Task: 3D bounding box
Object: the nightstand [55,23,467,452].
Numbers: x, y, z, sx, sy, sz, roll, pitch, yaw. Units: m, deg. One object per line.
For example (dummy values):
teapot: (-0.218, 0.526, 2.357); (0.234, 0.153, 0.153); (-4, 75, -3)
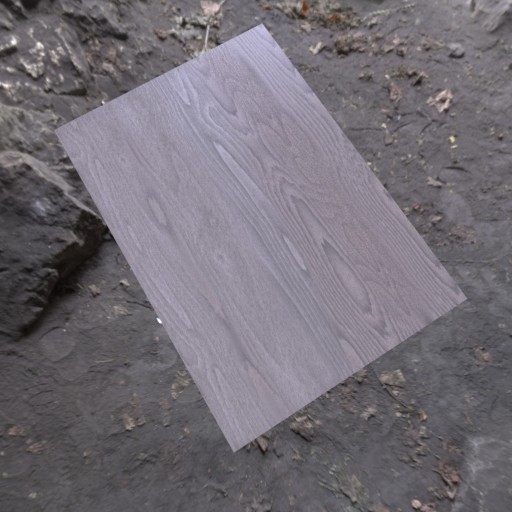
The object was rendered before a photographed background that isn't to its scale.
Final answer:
nightstand: (0.000, 0.000, 0.755); (0.325, 0.461, 0.442); (-31, 77, -8)
